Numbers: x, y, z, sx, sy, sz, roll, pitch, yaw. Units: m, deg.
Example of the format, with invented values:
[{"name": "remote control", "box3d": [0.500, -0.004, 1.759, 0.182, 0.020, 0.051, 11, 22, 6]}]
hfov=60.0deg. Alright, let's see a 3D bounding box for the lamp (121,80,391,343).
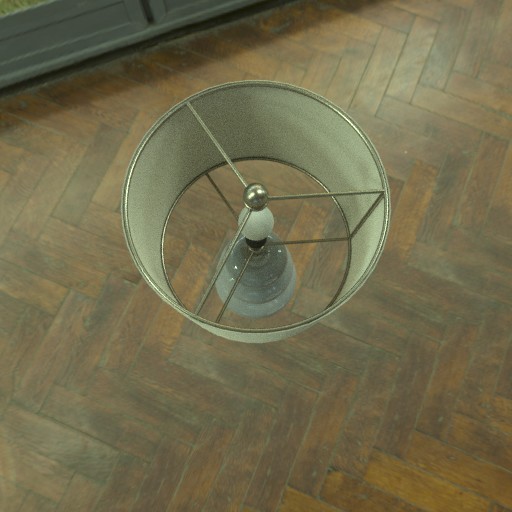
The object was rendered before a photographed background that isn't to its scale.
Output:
[{"name": "lamp", "box3d": [0.000, 0.000, 0.932, 0.367, 0.730, 0.367, 37, 79, 8]}]
